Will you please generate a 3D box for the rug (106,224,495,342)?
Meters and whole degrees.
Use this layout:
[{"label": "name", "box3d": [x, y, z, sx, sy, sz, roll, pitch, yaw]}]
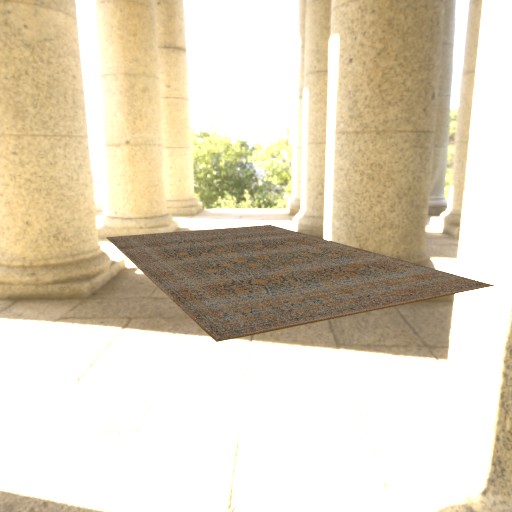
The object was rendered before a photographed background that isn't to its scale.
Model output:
[{"label": "rug", "box3d": [0.000, 0.000, 2.919, 1.525, 0.007, 2.336, -6, 14, -27]}]
